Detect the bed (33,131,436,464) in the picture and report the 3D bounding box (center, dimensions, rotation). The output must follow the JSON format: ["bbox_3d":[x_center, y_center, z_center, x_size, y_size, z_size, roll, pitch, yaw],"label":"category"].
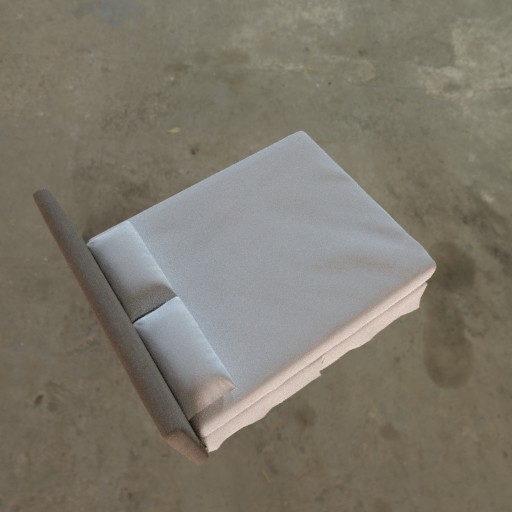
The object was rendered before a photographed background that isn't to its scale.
[{"bbox_3d":[0.000,0.000,3.117,2.142,1.330,1.723,-31,65,-16],"label":"bed"}]
